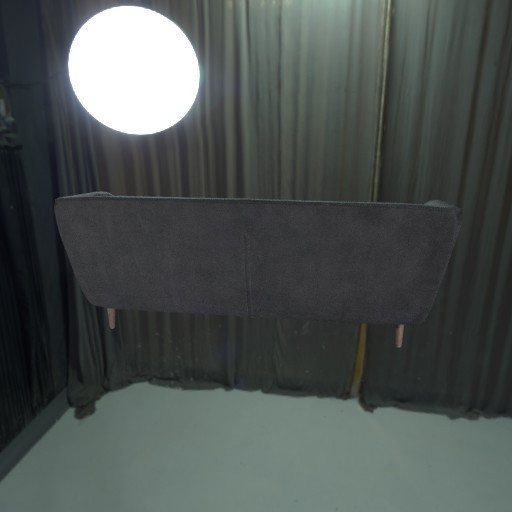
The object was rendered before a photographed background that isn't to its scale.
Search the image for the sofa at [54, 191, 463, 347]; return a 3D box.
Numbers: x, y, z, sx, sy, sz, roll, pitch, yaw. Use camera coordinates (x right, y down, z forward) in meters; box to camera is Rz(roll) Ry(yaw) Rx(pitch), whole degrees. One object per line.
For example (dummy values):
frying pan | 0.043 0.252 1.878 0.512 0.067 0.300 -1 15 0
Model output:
sofa | 0.000 0.000 2.755 2.296 0.875 0.956 2 18 7
